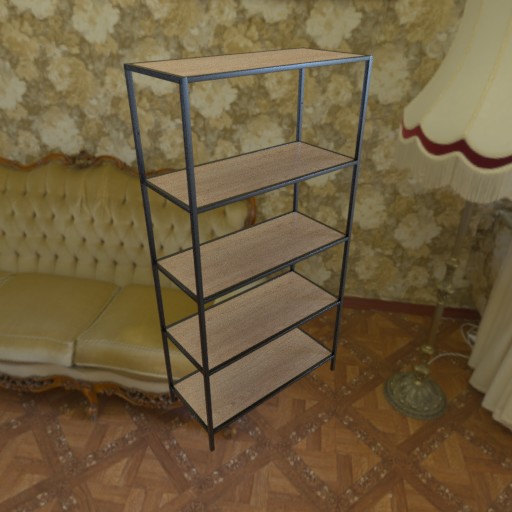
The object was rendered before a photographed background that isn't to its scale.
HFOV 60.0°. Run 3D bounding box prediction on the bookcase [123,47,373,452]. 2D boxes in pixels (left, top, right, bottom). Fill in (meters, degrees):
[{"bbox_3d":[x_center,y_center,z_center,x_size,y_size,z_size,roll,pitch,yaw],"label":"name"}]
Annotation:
[{"bbox_3d":[0.000,0.000,1.836,0.770,1.500,0.350,-22,37,-33],"label":"bookcase"}]
